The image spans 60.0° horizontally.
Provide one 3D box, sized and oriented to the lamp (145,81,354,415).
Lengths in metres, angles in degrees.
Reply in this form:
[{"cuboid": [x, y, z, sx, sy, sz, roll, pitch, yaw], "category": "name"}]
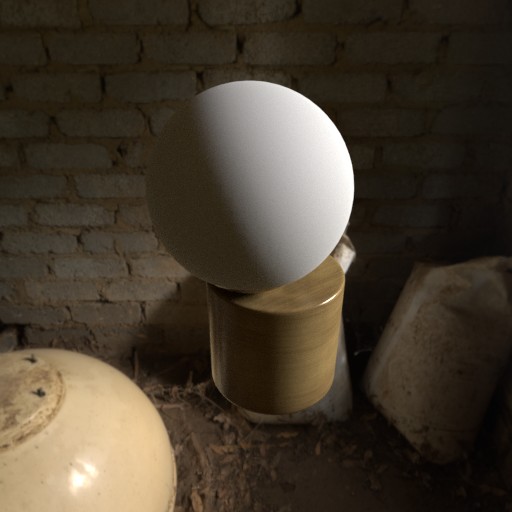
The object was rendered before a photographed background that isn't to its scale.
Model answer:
[{"cuboid": [0.000, 0.000, 0.338, 0.152, 0.250, 0.141, -21, 35, -32], "category": "lamp"}]
